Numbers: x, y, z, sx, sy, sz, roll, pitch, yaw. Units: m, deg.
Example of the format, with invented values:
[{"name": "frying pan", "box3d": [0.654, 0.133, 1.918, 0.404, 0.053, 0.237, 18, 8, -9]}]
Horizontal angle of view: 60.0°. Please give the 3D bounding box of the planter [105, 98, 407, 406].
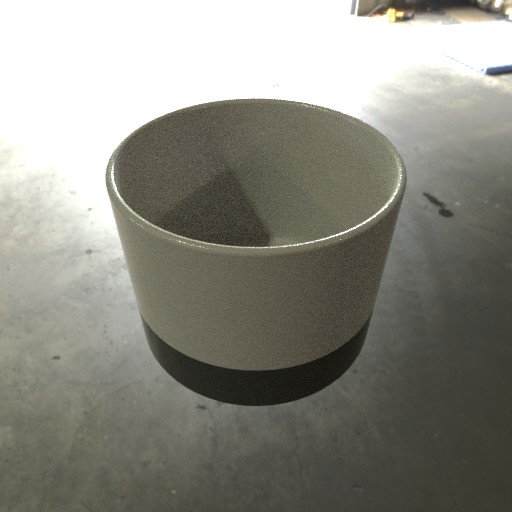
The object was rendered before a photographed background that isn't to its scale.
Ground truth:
[{"name": "planter", "box3d": [0.000, 0.000, 0.350, 0.193, 0.177, 0.193, 0, 42, 0]}]
